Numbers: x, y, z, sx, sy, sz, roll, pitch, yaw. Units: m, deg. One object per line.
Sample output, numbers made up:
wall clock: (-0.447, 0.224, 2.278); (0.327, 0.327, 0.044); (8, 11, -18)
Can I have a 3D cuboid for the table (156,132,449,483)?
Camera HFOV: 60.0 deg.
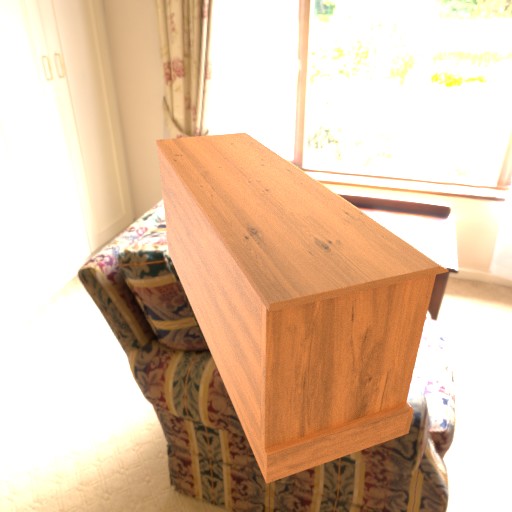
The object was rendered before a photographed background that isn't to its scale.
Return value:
table: (0.000, 0.000, 1.460); (0.400, 0.510, 1.200); (-10, 31, -18)
